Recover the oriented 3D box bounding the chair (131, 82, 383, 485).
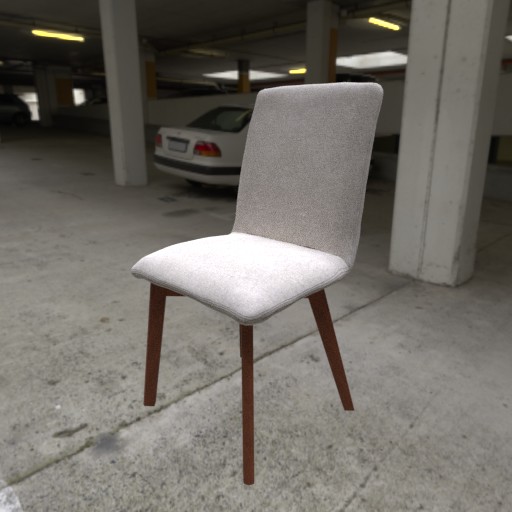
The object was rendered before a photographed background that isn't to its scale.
[{"bbox_3d":[0.000,0.000,1.301,0.522,0.974,0.563,15,22,42],"label":"chair"}]
